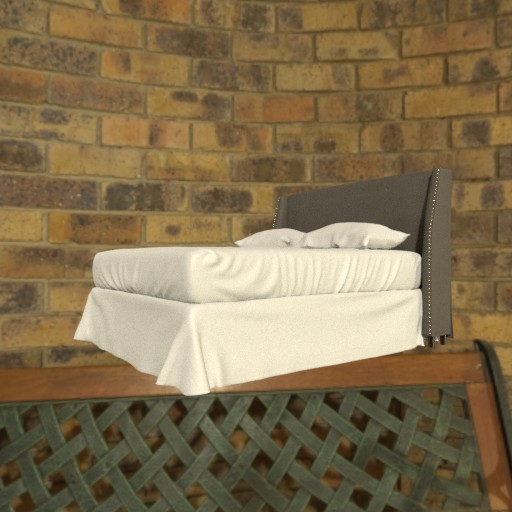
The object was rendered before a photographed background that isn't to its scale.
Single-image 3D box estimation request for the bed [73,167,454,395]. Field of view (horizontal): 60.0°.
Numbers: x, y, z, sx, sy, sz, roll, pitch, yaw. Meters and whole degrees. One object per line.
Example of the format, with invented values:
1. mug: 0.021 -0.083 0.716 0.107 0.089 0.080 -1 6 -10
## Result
1. bed: 0.000 0.000 3.412 2.276 1.332 1.925 0 0 -36
